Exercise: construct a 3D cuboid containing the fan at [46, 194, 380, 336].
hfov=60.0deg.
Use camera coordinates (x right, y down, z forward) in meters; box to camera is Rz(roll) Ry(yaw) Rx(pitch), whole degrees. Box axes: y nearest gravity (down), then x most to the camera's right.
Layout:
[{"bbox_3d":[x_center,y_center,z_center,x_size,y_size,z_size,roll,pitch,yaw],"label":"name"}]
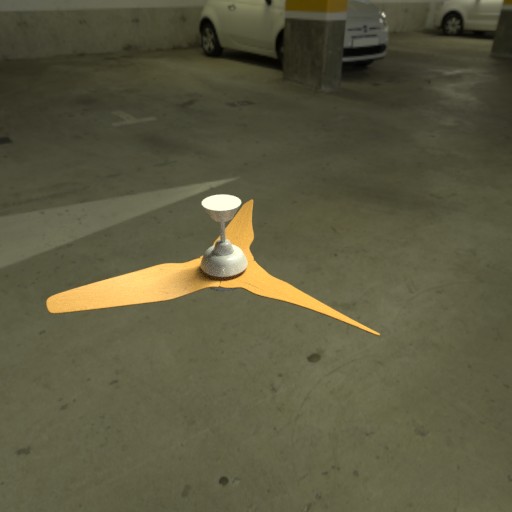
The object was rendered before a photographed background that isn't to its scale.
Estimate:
[{"bbox_3d":[0.000,0.000,1.634,1.010,0.355,1.142,21,37,31],"label":"fan"}]
